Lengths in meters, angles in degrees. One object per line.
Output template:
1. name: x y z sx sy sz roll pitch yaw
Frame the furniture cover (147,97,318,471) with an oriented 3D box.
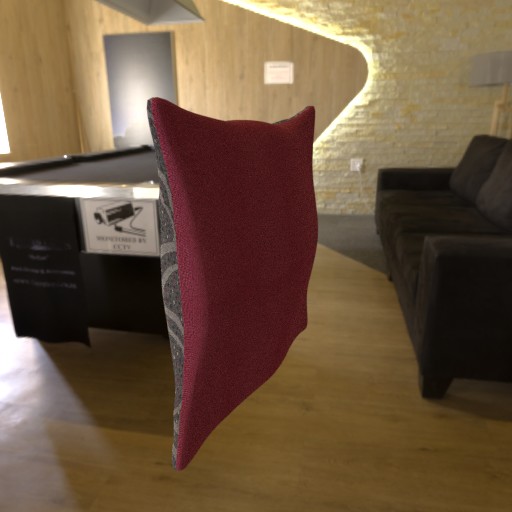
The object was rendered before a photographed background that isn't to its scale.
1. furniture cover: 0.000 0.000 0.781 0.163 0.513 0.514 9 20 25
